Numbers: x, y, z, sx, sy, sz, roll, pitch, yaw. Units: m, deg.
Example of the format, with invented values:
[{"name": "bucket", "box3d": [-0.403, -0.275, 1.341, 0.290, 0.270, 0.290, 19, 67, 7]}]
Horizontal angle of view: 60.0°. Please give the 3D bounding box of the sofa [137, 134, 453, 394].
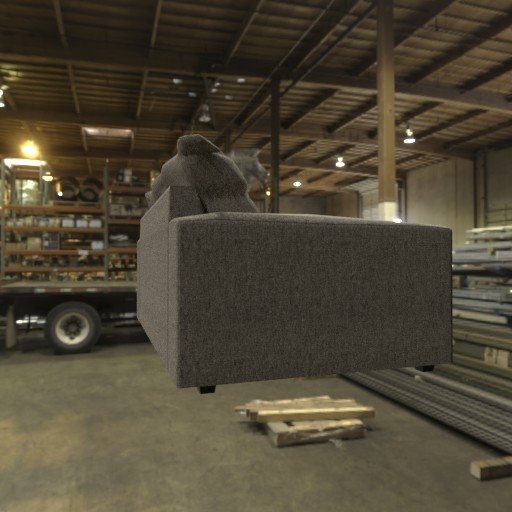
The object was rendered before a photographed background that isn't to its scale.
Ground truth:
[{"name": "sofa", "box3d": [0.000, 0.000, 2.327, 1.094, 0.877, 1.758, 0, -1, -19]}]
